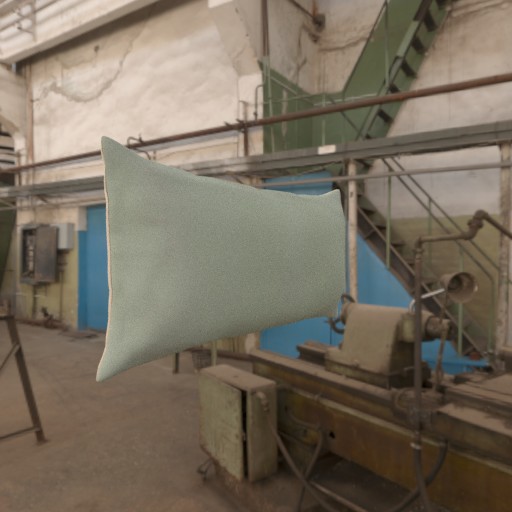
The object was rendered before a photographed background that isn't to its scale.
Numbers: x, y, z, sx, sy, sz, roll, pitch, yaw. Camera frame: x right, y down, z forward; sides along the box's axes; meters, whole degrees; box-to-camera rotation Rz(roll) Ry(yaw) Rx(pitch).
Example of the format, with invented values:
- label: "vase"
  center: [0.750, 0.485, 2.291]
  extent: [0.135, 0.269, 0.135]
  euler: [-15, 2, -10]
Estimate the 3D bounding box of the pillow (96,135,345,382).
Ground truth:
- label: "pillow"
  center: [0.000, 0.000, 0.745]
  extent: [0.151, 0.287, 0.610]
  euler: [1, 1, 36]
